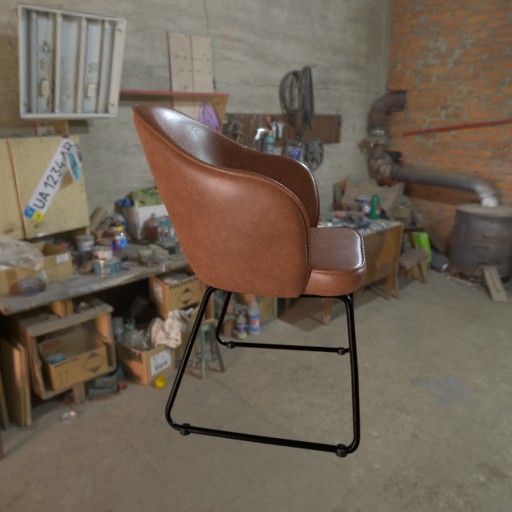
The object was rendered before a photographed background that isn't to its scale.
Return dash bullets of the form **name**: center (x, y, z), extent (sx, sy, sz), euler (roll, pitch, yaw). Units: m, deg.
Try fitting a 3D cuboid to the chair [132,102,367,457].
- **chair**: center (0.000, 0.000, 1.188), extent (0.580, 0.785, 0.582), euler (3, 16, 10)
